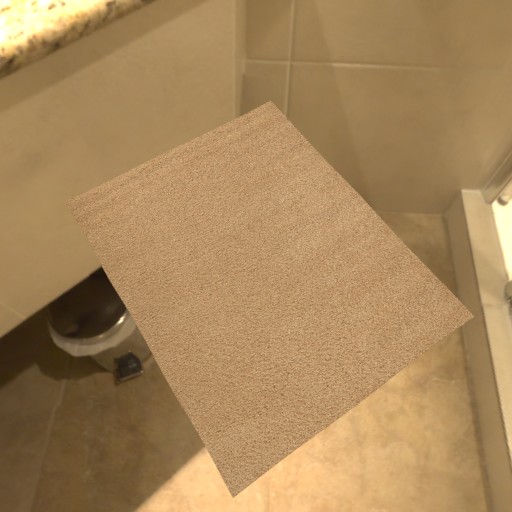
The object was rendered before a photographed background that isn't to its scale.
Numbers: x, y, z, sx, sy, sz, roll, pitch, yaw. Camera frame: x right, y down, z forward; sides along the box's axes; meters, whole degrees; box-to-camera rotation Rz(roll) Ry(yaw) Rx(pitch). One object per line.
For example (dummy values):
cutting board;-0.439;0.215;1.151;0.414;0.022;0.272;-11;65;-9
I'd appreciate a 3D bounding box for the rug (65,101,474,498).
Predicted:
rug;0.000;0.000;3.990;2.400;0.026;3.000;-31;67;-15
